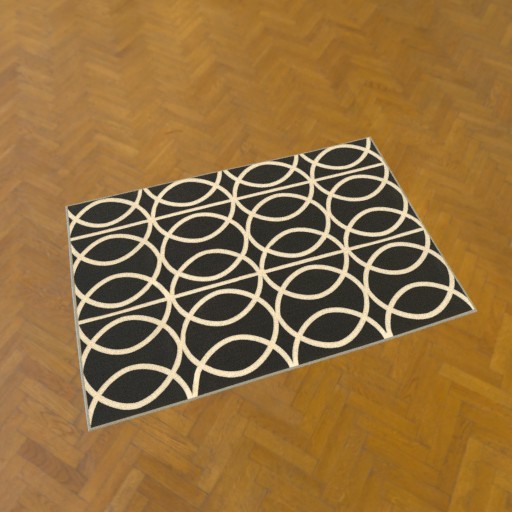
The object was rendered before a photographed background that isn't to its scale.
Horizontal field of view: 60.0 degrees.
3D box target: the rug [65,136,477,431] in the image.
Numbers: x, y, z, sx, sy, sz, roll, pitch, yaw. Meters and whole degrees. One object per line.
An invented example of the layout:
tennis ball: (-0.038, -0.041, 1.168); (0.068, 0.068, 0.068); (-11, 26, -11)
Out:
rug: (0.000, 0.000, 2.832); (2.294, 0.014, 1.528); (-15, 60, -9)
